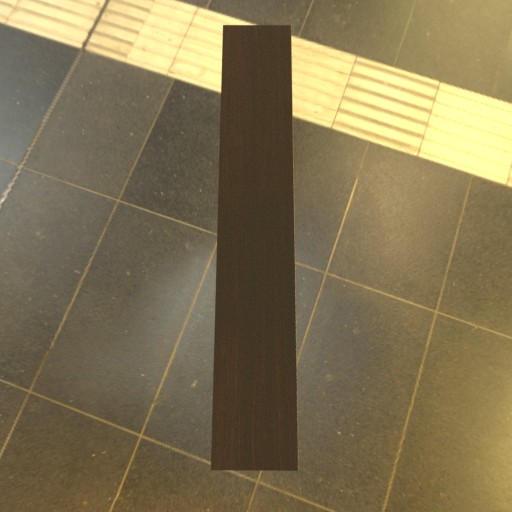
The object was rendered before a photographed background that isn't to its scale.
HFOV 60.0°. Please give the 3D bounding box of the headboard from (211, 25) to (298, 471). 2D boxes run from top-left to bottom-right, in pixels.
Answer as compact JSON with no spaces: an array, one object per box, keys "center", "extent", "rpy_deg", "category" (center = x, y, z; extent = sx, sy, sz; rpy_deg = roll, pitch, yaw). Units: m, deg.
[{"center":[0.000,0.000,2.138],"extent":[0.279,1.092,1.671],"rpy_deg":[0,76,0],"category":"headboard"}]
